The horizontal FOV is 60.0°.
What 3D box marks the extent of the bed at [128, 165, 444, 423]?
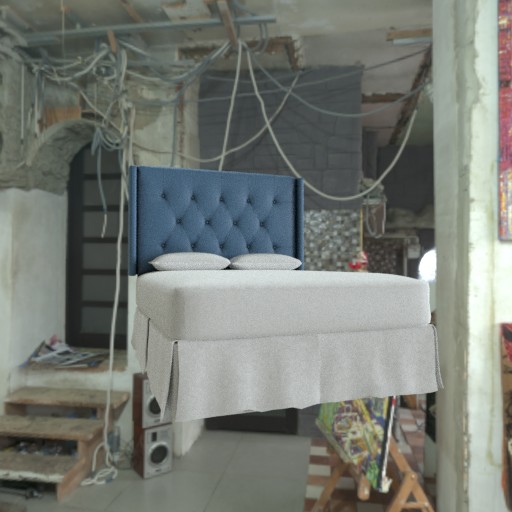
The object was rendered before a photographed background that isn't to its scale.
[{"bbox_3d":[0.000,0.000,3.361,1.719,1.665,2.078,0,-1,-20],"label":"bed"}]
